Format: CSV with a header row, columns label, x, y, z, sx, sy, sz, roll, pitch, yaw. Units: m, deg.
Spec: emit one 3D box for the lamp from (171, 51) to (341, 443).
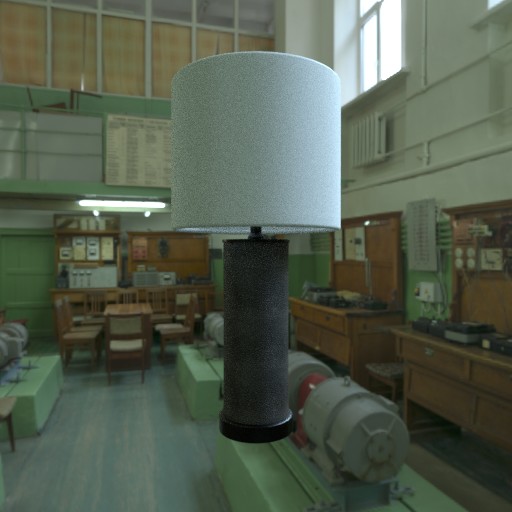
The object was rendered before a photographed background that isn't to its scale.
label,x,y,z,sx,sy,sz,roll,pitch,yaw
lamp,0.000,0.000,0.814,0.305,0.634,0.305,0,1,-18
